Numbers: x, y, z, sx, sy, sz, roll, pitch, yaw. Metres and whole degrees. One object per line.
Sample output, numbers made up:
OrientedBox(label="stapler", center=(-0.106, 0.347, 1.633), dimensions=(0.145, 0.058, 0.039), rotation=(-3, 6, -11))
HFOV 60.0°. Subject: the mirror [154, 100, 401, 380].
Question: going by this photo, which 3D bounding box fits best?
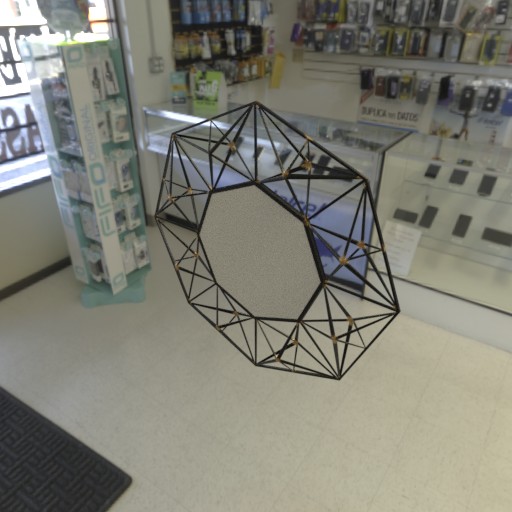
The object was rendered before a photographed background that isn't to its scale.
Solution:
OrientedBox(label="mirror", center=(0.000, 0.000, 1.053), dimensions=(0.710, 0.710, 0.094), rotation=(21, 37, 31))
